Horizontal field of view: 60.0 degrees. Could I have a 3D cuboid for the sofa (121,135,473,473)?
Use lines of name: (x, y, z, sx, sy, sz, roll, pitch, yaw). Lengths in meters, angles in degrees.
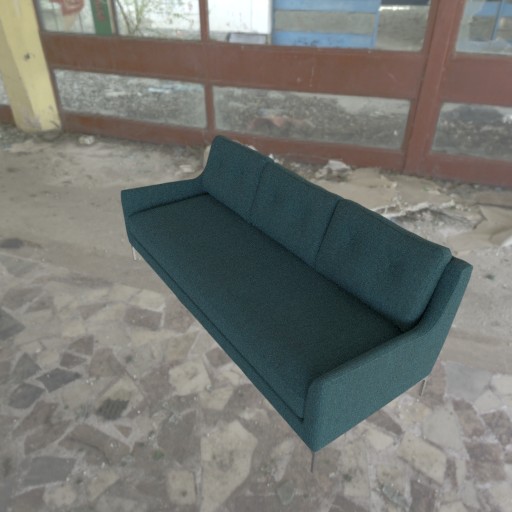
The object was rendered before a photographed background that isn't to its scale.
sofa: (0.000, 0.000, 2.551, 0.849, 0.837, 2.060, -21, 38, -29)
